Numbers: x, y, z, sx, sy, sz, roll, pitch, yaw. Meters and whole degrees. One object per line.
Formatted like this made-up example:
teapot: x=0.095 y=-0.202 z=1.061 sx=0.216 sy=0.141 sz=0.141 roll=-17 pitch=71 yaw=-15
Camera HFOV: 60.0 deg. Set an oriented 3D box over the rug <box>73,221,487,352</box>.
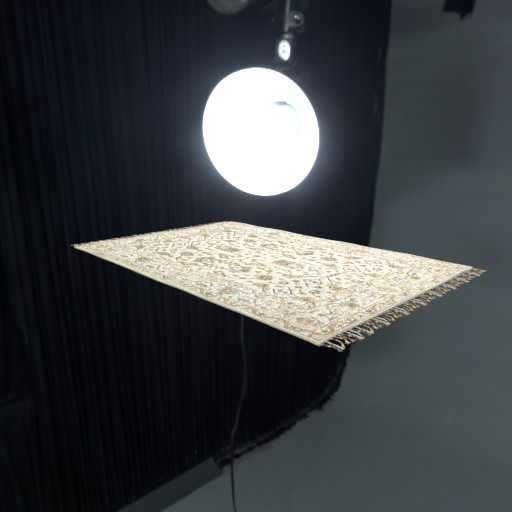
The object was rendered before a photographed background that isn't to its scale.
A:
rug: x=0.000 y=0.000 z=2.974 sx=1.529 sy=0.027 sz=2.434 roll=-14 pitch=20 yaw=-42
